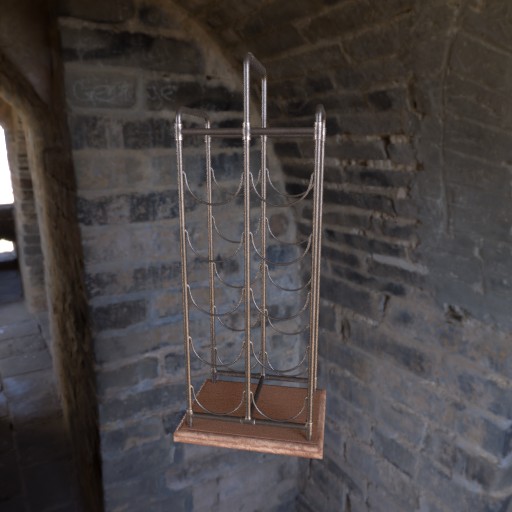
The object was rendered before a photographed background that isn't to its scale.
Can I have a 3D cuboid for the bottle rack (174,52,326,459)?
[{"bbox_3d":[0.000,0.000,0.828,0.276,0.680,0.208,2,14,10],"label":"bottle rack"}]
